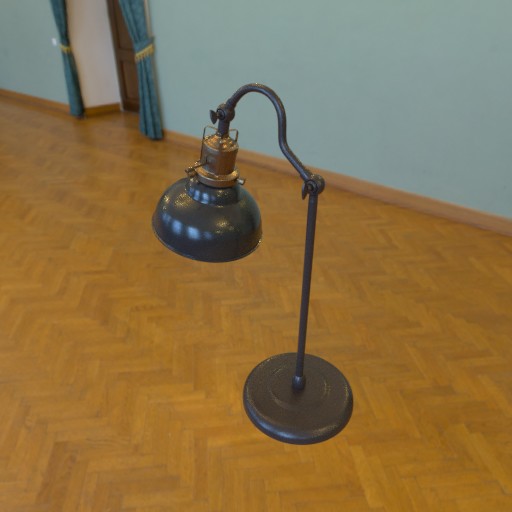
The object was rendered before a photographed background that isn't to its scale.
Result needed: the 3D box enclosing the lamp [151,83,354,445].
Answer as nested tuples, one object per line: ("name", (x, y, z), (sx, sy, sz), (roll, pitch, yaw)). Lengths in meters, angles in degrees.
("lamp", (0.000, 0.000, 0.689), (0.374, 0.508, 0.192), (21, 37, 31))
